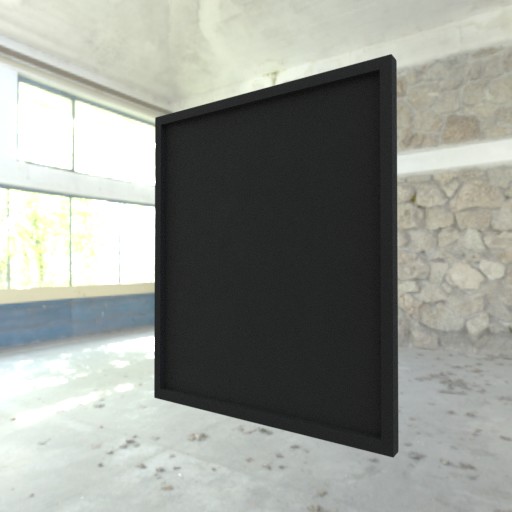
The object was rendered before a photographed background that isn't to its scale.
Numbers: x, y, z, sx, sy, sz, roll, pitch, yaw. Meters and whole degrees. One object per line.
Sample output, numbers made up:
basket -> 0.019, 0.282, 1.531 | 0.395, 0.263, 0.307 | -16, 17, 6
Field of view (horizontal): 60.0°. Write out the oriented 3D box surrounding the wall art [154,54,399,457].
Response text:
wall art -> 0.000, 0.000, 0.688 | 0.432, 0.508, 0.021 | -1, -1, 35
